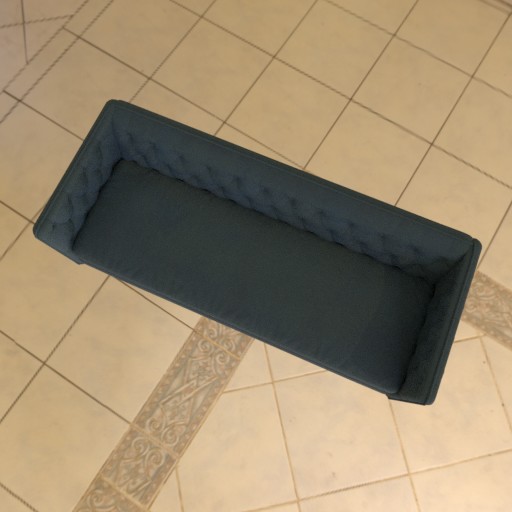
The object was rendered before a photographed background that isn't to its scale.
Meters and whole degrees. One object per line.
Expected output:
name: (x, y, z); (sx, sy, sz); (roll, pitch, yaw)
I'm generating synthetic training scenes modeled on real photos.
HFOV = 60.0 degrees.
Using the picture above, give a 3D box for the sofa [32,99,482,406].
sofa: (0.000, 0.000, 2.623); (2.209, 0.771, 0.895); (23, 76, 6)
